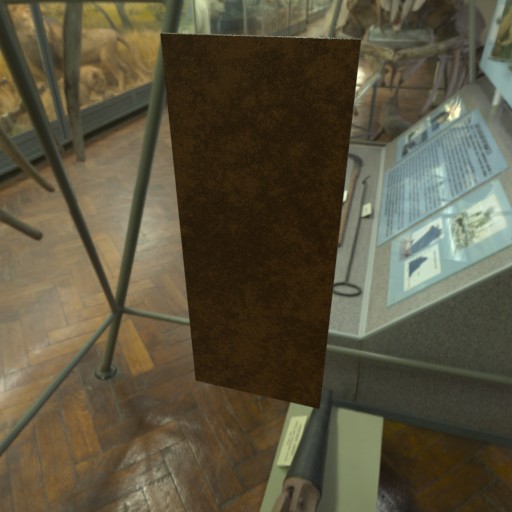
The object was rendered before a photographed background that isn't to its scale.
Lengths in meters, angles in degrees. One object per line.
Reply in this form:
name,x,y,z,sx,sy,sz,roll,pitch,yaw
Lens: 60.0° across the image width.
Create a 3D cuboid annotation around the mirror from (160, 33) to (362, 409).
mirror,0.000,0.000,2.274,0.812,2.031,0.032,9,33,14
